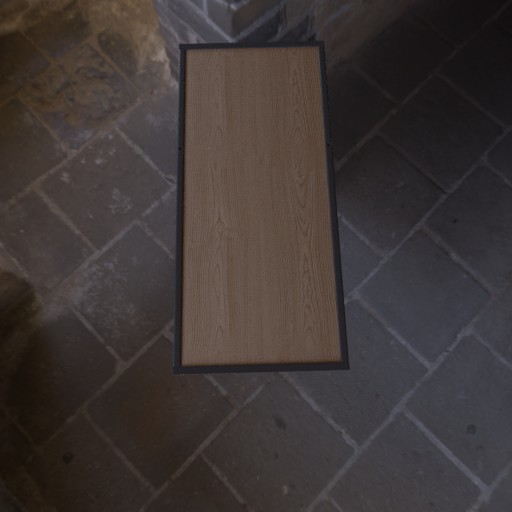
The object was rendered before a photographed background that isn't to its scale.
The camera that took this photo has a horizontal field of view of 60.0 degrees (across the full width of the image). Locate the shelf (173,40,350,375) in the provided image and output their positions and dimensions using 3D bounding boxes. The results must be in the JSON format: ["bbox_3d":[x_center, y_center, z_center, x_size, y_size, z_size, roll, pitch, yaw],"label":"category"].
[{"bbox_3d":[0.000,0.000,1.522,0.350,1.138,0.770,-1,76,0],"label":"shelf"}]
